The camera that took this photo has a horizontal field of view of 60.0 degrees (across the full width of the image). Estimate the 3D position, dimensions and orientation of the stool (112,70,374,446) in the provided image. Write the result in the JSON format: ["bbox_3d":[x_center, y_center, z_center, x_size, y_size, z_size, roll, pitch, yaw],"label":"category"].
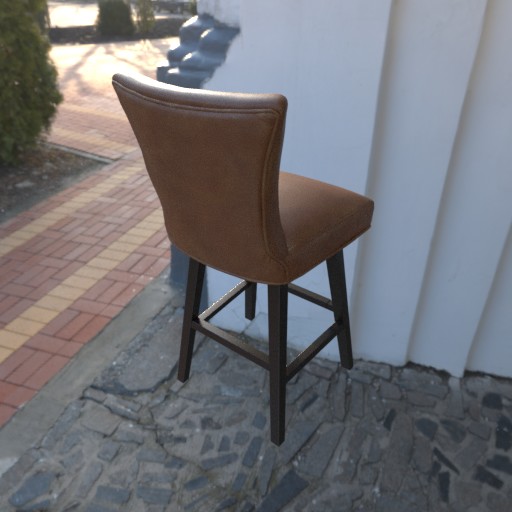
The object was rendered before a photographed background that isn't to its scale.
[{"bbox_3d":[0.000,0.000,1.388,0.522,1.094,0.585,22,38,31],"label":"stool"}]
